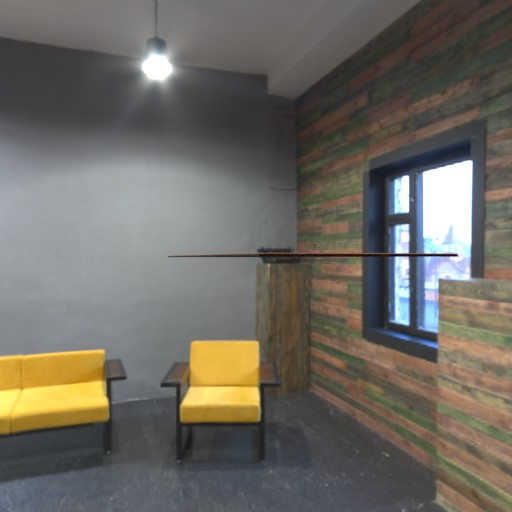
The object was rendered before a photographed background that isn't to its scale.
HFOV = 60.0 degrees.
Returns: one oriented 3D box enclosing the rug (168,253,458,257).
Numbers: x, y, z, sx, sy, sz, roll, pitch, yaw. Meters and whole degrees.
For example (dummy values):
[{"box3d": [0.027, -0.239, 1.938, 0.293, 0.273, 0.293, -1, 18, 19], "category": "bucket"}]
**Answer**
[{"box3d": [0.000, 0.000, 2.655, 0.769, 0.012, 2.448, 0, 0, -18], "category": "rug"}]
